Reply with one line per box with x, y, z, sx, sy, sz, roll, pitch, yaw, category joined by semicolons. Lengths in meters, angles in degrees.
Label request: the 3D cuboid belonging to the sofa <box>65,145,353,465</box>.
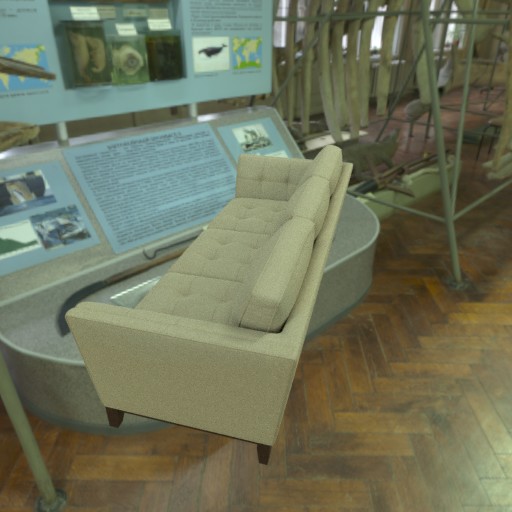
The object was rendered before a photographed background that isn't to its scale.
0.000;0.000;2.823;0.965;0.940;2.388;8;30;14;sofa
